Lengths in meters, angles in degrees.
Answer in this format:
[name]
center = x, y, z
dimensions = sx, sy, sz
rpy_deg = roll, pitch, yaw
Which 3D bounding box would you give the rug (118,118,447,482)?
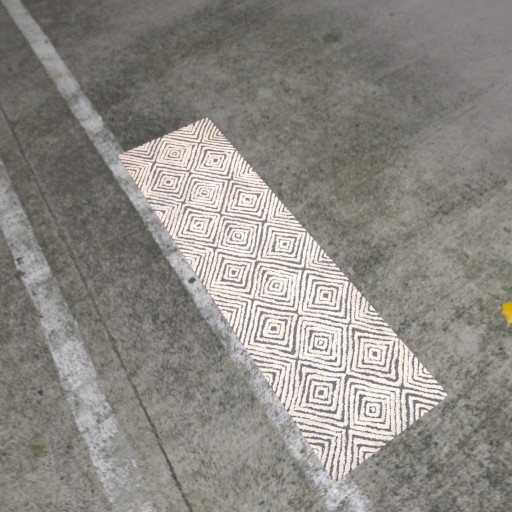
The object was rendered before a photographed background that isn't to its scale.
[rug]
center = 0.000, 0.000, 2.487
dimensions = 0.676, 0.008, 2.277
rpy_deg = -29, 62, -17
